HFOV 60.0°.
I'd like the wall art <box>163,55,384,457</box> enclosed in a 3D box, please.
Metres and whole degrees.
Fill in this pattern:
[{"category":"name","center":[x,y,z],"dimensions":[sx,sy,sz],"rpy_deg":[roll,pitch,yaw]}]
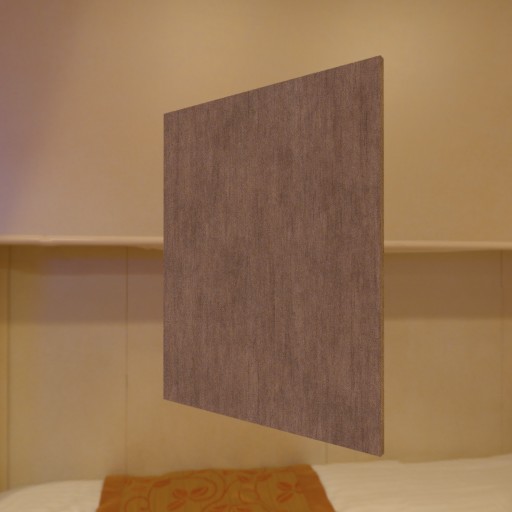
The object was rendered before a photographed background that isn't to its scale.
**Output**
[{"category":"wall art","center":[0.000,0.000,0.918],"dimensions":[0.534,0.686,0.018],"rpy_deg":[0,0,35]}]
